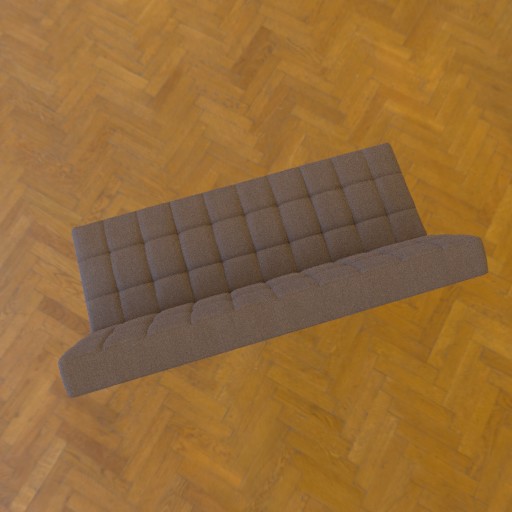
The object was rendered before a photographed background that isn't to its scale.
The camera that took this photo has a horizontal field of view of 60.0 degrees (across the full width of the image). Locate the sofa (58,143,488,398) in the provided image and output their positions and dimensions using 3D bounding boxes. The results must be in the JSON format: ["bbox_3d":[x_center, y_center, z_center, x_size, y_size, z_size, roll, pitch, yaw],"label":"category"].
[{"bbox_3d":[0.000,0.000,2.221,1.800,0.810,0.860,-16,76,-4],"label":"sofa"}]
